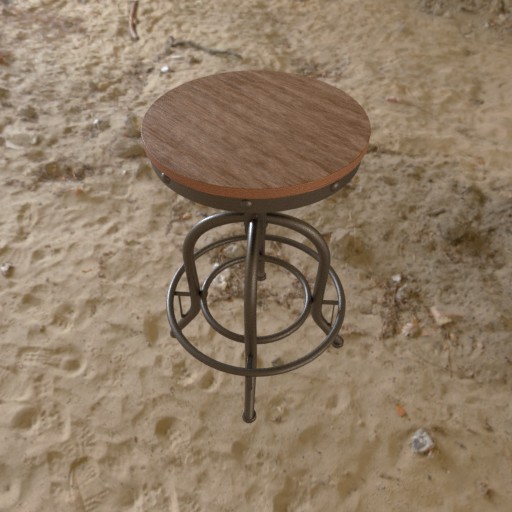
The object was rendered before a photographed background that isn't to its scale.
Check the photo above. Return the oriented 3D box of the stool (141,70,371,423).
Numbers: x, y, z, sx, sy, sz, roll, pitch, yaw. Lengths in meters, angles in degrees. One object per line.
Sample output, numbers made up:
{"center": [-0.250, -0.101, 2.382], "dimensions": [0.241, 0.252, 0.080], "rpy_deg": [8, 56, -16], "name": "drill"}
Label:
{"center": [0.000, 0.000, 0.902], "dimensions": [0.439, 0.609, 0.439], "rpy_deg": [3, 46, 3], "name": "stool"}
